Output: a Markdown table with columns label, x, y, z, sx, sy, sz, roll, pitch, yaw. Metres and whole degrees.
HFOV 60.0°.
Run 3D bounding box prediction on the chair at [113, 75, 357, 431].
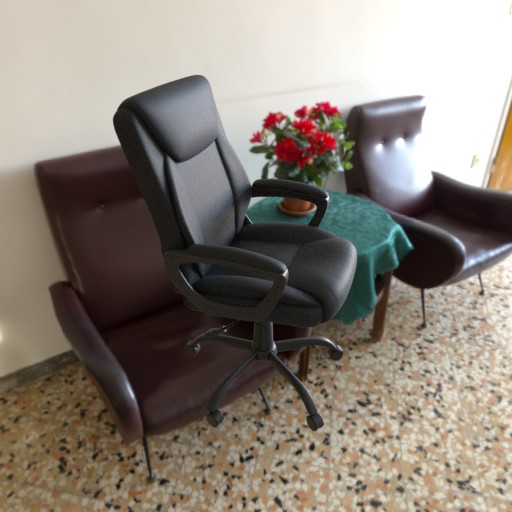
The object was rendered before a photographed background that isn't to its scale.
| label | x | y | z | sx | sy | sz | roll | pitch | yaw |
| --- | --- | --- | --- | --- | --- | --- | --- | --- | --- |
| chair | 0.000 | 0.000 | 1.493 | 0.655 | 1.072 | 0.615 | 11 | 33 | 17 |
